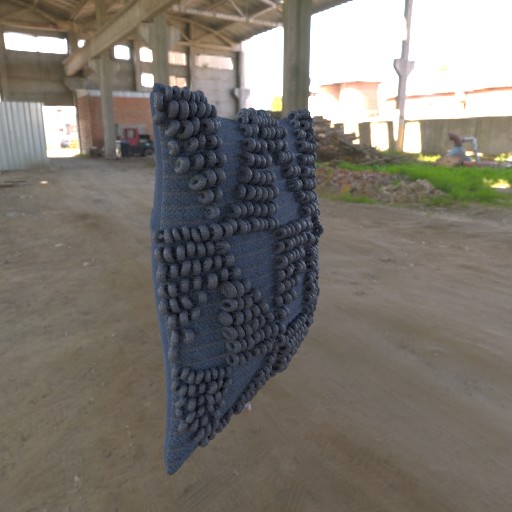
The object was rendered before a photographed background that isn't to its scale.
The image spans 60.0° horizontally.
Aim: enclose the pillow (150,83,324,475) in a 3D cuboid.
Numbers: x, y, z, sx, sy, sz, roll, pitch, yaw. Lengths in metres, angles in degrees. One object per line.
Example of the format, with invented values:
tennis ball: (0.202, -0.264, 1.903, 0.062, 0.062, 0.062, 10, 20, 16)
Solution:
pillow: (0.000, 0.000, 0.698, 0.172, 0.466, 0.469, 7, 16, 25)
